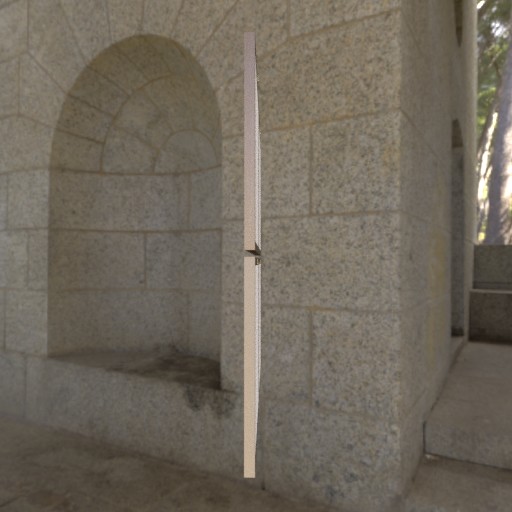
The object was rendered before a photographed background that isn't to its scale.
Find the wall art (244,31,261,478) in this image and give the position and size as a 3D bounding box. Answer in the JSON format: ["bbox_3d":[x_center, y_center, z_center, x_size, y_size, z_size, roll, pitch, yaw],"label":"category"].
[{"bbox_3d":[0.000,0.000,1.540,0.030,1.032,1.032,0,-1,1],"label":"wall art"}]
